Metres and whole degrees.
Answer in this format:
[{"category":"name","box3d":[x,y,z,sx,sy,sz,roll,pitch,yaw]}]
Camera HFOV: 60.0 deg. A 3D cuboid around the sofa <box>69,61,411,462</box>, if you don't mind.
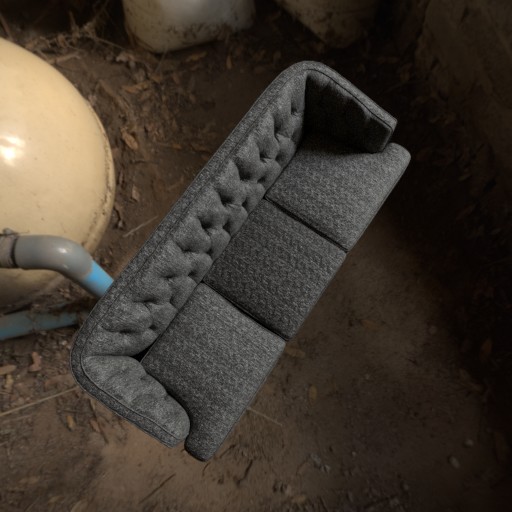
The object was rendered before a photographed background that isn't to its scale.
[{"category":"sofa","box3d":[0.000,0.000,2.735,0.941,0.855,2.278,34,78,8]}]
